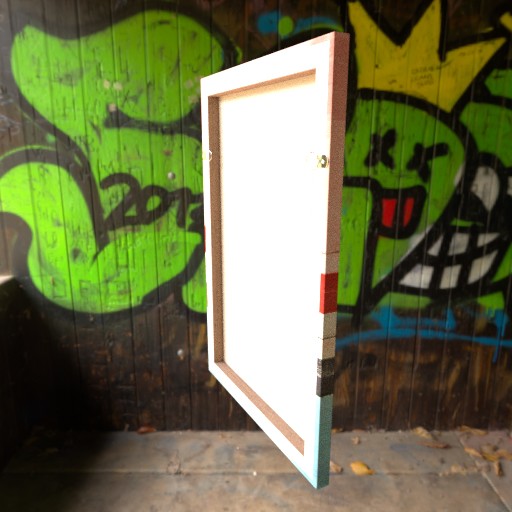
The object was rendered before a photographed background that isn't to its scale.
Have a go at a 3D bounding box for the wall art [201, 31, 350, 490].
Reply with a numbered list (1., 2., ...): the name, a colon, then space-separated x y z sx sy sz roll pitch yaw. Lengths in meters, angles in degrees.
1. wall art: 0.000 0.000 1.123 0.038 0.914 0.610 -7 16 -28
